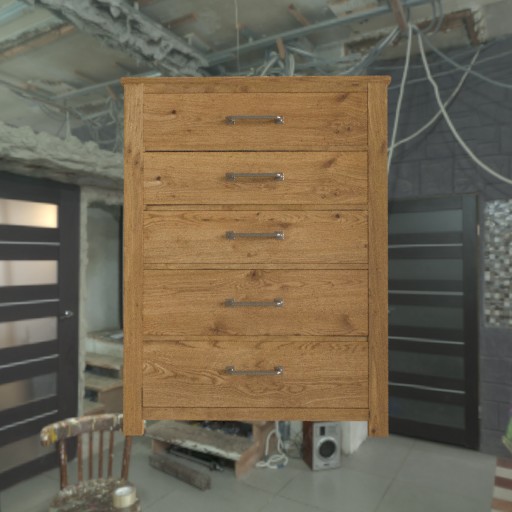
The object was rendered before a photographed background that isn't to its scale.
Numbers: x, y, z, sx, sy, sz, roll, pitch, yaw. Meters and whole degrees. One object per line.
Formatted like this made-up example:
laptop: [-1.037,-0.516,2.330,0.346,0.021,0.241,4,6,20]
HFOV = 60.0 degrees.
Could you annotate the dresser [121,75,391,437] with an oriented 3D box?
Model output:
dresser: [0.000,0.000,1.998,1.081,1.431,0.558,0,-1,1]
